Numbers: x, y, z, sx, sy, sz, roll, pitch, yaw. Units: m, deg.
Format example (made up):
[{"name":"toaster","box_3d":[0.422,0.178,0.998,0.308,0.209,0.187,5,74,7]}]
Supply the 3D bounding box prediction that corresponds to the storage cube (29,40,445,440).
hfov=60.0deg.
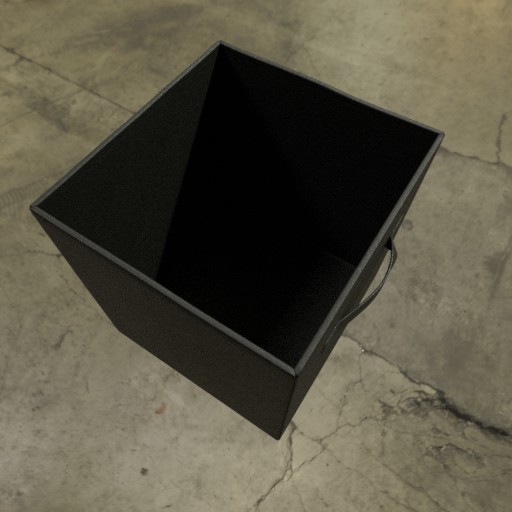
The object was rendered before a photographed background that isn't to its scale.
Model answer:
[{"name":"storage cube","box_3d":[0.000,0.000,0.495,0.270,0.280,0.270,29,64,16]}]
